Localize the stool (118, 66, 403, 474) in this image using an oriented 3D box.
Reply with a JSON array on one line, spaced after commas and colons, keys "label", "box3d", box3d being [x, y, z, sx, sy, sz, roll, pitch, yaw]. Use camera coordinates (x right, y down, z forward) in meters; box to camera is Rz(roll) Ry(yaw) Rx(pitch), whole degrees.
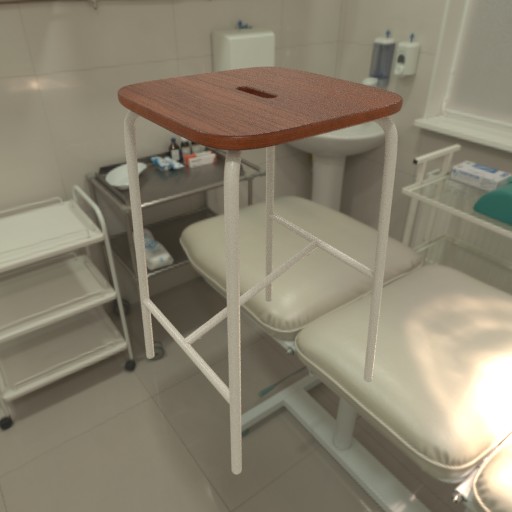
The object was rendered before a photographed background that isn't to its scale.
[{"label": "stool", "box3d": [0.000, 0.000, 0.858, 0.376, 0.610, 0.376, -22, 39, -30]}]
